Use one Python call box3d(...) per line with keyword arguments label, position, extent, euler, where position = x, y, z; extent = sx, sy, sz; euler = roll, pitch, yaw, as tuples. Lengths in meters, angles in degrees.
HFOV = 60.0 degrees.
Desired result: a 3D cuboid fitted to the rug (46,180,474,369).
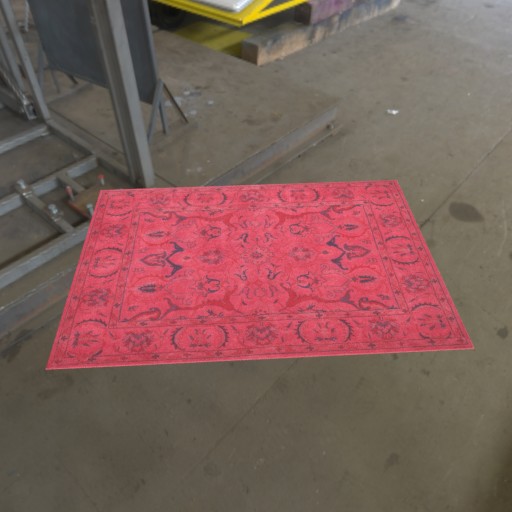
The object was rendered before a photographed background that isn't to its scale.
box3d(label="rug", position=(0.000, 0.000, 2.290), extent=(1.814, 0.008, 1.209), euler=(-2, 46, -2))
